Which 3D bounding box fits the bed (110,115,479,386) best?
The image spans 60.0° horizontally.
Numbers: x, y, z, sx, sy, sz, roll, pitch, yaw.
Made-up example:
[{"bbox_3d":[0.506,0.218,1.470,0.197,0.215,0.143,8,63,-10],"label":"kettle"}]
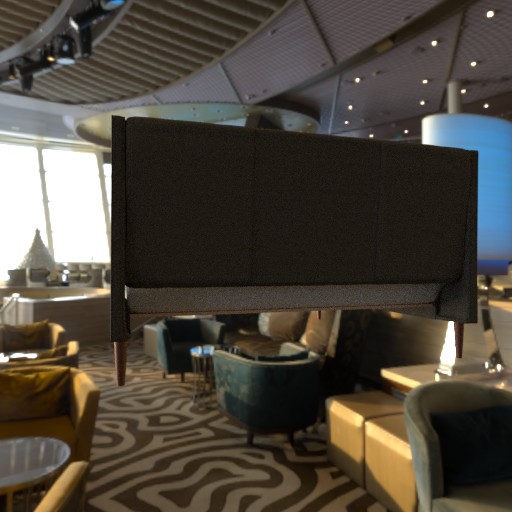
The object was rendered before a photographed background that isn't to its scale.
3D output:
[{"bbox_3d":[0.000,0.000,2.470,1.531,0.933,1.638,0,-1,-18],"label":"bed"}]
